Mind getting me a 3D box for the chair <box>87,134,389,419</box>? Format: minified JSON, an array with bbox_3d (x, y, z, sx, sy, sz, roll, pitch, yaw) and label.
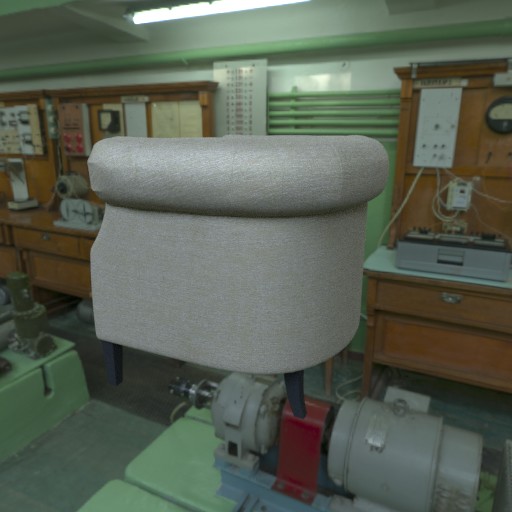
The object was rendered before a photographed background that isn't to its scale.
[{"bbox_3d":[0.000,0.000,1.566,0.852,0.827,0.905,7,17,24],"label":"chair"}]
